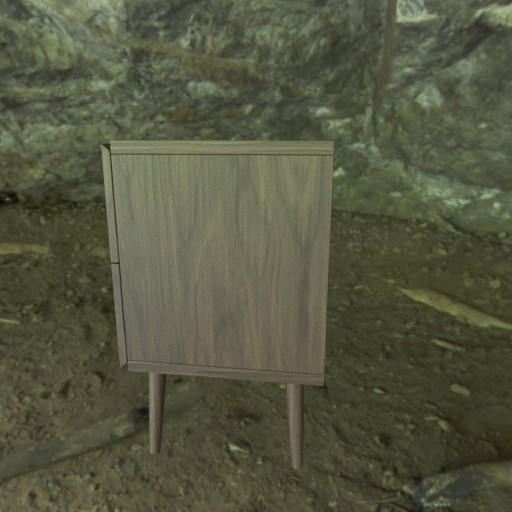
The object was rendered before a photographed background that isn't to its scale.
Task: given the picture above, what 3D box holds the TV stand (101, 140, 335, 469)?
[{"bbox_3d":[0.000,0.000,1.306,0.405,0.660,0.990,2,15,8],"label":"TV stand"}]
